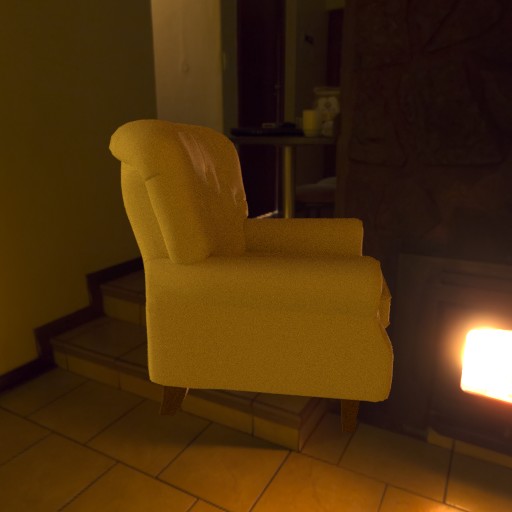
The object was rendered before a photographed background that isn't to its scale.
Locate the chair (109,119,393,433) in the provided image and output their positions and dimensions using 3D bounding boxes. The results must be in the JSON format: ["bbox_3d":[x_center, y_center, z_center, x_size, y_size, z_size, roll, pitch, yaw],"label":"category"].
[{"bbox_3d":[0.000,0.000,1.990,1.132,1.169,1.035,2,15,8],"label":"chair"}]
